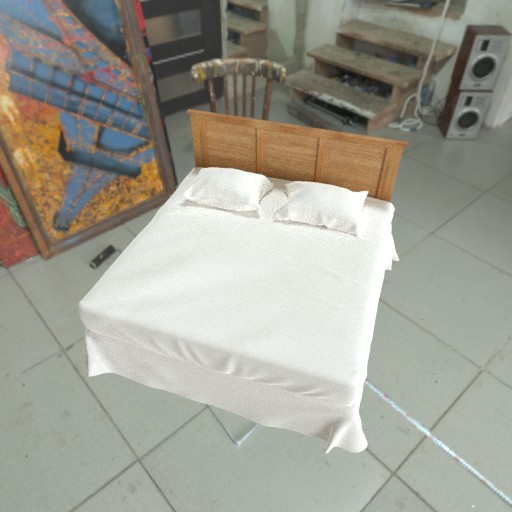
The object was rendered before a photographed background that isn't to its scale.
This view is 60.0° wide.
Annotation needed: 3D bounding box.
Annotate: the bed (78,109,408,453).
[{"bbox_3d":[0.000,0.000,3.575,2.317,1.270,2.215,13,44,14],"label":"bed"}]
